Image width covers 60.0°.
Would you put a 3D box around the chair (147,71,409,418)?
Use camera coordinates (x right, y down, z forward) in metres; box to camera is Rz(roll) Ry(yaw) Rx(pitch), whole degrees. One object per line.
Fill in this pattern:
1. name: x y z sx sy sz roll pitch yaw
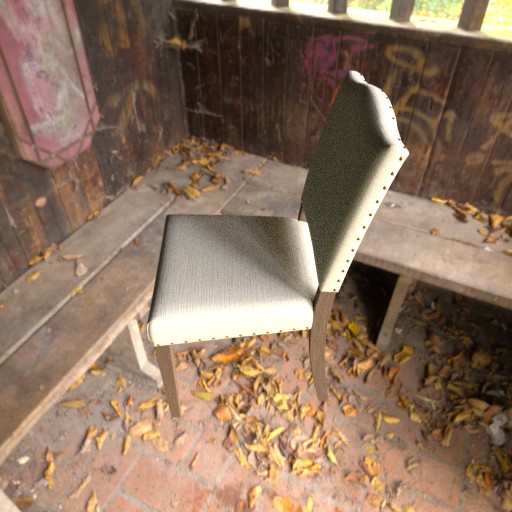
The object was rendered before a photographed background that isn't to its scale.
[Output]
1. chair: 0.000 0.000 1.363 0.619 1.015 0.508 -2 42 -2
